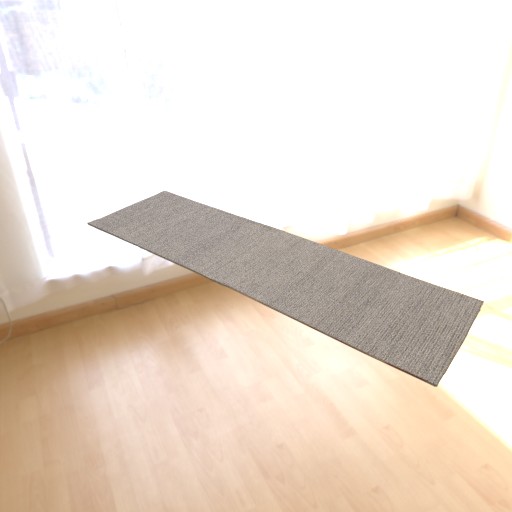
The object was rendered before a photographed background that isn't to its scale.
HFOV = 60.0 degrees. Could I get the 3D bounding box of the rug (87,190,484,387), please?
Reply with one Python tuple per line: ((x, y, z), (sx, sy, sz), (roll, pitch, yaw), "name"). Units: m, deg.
((0.000, 0.000, 2.555), (2.320, 0.032, 0.692), (22, 37, 32), "rug")
